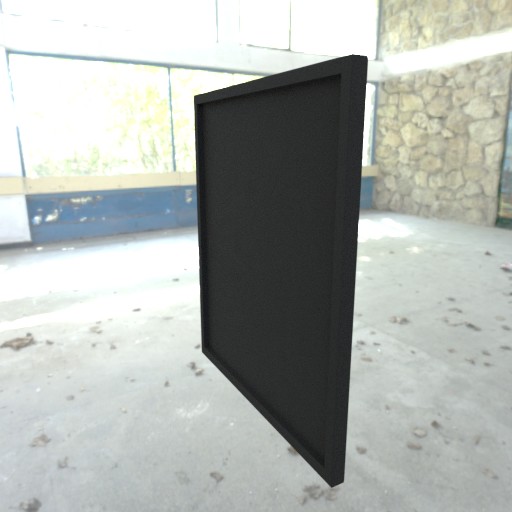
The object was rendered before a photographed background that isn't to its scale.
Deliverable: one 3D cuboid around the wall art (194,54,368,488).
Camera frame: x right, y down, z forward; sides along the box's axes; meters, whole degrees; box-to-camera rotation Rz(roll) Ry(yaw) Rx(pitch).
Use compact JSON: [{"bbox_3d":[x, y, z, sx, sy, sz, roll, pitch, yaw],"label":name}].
[{"bbox_3d":[0.000,0.000,0.686,0.021,0.508,0.432,-8,16,-28],"label":"wall art"}]
